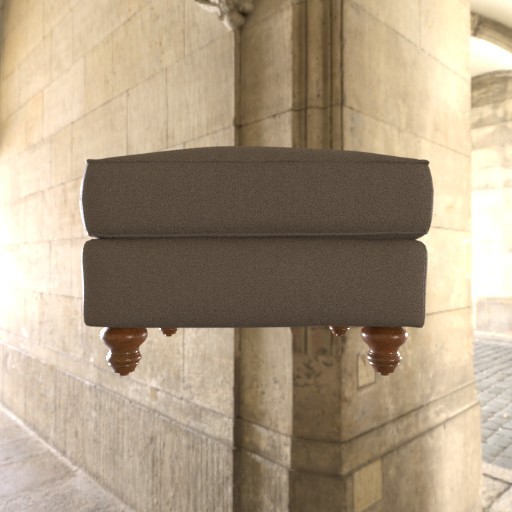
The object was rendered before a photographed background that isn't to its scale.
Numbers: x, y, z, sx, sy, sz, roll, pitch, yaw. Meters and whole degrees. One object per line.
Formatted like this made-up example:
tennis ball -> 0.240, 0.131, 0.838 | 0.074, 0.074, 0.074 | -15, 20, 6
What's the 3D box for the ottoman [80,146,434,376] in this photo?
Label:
ottoman -> 0.000, 0.000, 1.175 | 0.721, 0.505, 0.662 | 0, -1, 0
